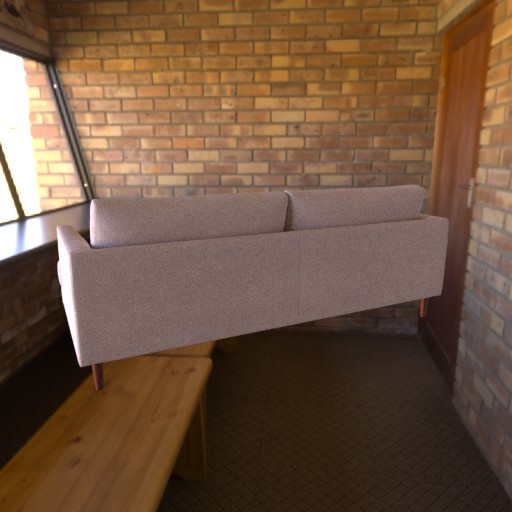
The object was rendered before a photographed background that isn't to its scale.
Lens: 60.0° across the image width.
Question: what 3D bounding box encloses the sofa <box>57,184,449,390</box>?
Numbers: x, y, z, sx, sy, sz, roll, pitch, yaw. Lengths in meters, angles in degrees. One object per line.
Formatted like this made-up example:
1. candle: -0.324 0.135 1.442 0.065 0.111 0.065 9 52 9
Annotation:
1. sofa: 0.000 0.000 2.787 2.250 0.868 1.020 -7 15 -26
